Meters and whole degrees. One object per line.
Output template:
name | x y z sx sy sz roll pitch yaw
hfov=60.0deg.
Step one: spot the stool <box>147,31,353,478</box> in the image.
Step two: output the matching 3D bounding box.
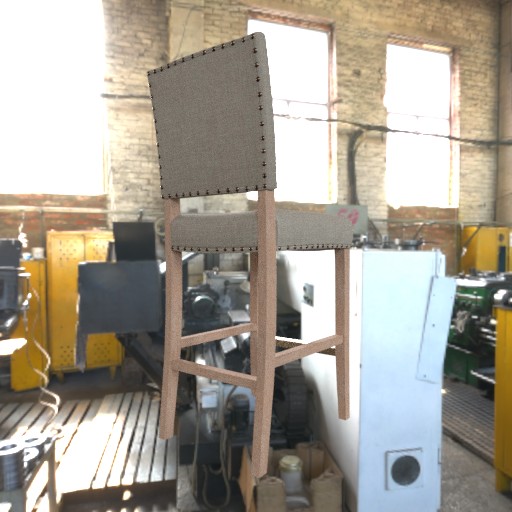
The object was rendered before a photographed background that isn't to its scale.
stool | 0.000 0.000 1.486 0.445 1.173 0.585 1 2 37
